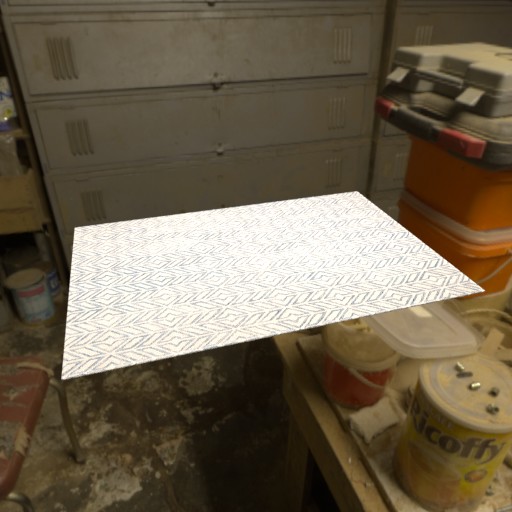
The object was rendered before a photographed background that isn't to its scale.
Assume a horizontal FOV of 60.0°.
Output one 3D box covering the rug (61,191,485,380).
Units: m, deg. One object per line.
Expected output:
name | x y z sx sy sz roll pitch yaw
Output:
rug | 0.000 0.000 2.303 1.824 0.008 1.220 -9 32 -15
